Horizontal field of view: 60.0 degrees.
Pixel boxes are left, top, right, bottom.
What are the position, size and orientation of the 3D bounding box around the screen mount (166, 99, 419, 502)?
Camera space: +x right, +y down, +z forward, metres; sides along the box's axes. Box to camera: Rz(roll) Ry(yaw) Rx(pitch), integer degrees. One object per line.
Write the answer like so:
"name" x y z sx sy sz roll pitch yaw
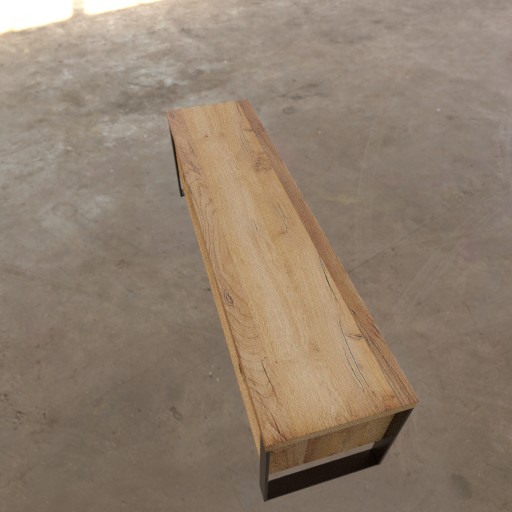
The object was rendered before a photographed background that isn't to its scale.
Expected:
"screen mount" 0.000 0.000 1.678 0.395 0.450 1.524 -12 48 -11
